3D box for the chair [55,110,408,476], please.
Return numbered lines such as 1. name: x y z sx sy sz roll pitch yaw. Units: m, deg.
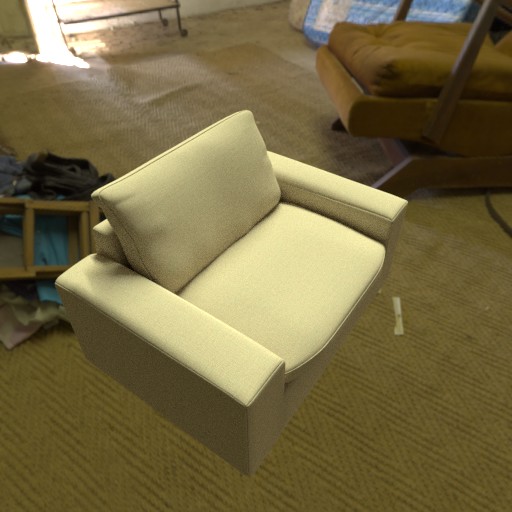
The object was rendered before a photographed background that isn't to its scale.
1. chair: 0.000 0.000 2.069 1.039 0.915 1.398 25 47 26
